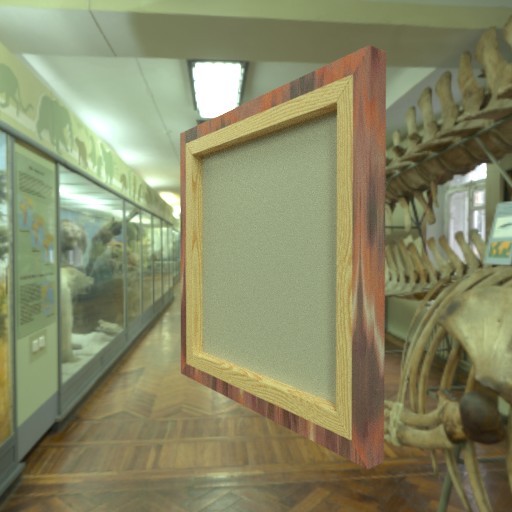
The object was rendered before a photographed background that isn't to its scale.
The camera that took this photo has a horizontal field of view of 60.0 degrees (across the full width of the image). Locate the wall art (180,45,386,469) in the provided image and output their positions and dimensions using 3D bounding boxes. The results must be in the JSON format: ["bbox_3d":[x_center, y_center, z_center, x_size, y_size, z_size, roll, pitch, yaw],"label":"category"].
[{"bbox_3d":[0.000,0.000,0.888,0.037,0.609,0.603,-1,1,-36],"label":"wall art"}]
